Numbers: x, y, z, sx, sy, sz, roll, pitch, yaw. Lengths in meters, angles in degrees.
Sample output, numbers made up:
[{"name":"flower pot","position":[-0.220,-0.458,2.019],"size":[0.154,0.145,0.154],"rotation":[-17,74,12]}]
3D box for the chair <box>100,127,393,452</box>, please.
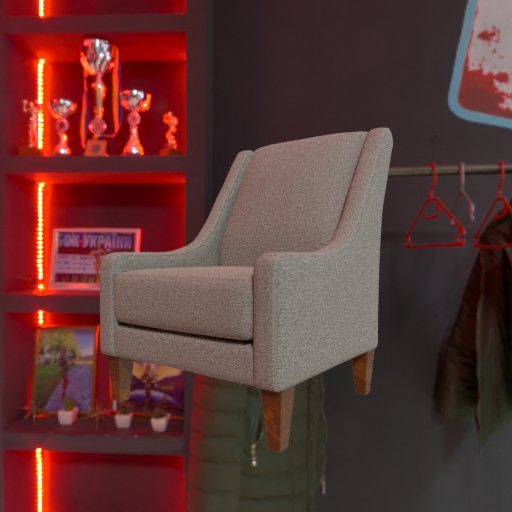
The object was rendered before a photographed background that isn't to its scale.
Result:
[{"name":"chair","position":[0.000,0.000,1.657],"size":[0.774,1.016,0.870],"rotation":[0,1,36]}]
